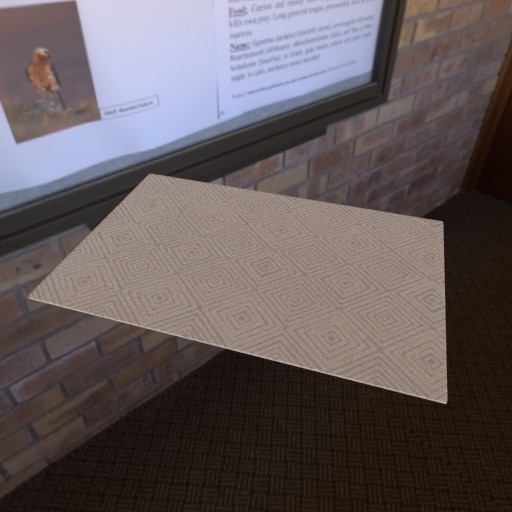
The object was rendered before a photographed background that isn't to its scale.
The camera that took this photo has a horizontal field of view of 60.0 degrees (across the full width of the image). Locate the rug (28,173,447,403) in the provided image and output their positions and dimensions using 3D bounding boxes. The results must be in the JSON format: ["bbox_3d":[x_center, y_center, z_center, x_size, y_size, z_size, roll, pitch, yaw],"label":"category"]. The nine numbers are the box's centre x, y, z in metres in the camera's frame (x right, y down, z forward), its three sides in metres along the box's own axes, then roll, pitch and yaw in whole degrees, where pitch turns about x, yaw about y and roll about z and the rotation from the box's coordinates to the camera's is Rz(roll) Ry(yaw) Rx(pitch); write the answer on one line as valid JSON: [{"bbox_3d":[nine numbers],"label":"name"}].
[{"bbox_3d":[0.000,0.000,2.169,1.753,0.008,1.143,11,41,13],"label":"rug"}]
